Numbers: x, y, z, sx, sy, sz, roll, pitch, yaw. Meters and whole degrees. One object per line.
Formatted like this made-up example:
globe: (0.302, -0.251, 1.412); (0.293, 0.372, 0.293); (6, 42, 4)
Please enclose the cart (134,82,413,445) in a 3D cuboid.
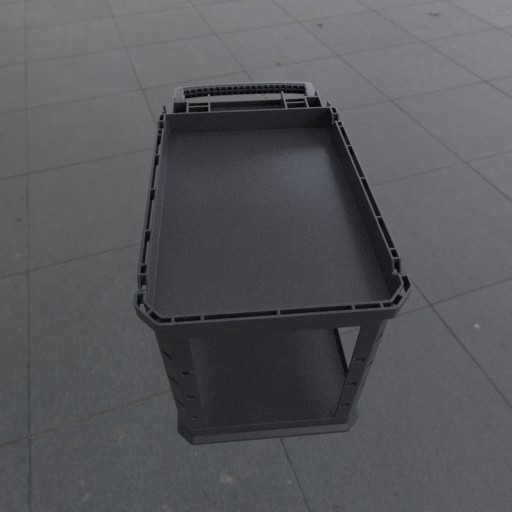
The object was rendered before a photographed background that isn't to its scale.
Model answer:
cart: (0.000, 0.000, 1.761); (0.674, 0.884, 1.239); (-4, 46, -3)
